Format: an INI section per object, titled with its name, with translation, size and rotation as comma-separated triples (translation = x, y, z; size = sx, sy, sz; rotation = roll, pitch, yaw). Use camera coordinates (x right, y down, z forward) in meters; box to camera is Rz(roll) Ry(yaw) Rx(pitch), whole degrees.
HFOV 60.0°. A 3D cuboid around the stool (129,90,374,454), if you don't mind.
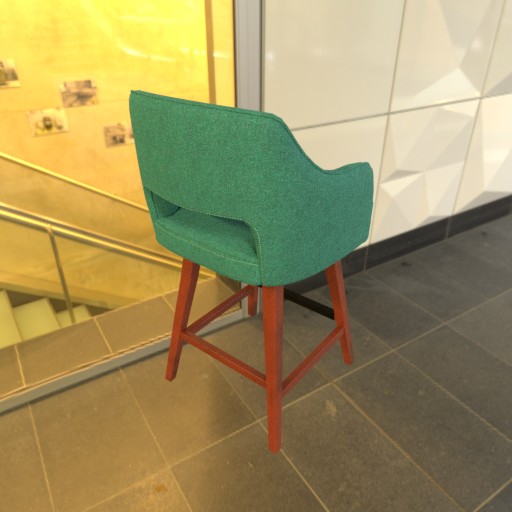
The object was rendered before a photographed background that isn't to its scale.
[stool]
translation = 0.000, 0.000, 1.296
size = 0.548, 0.961, 0.556
rotation = 22, 37, 32
